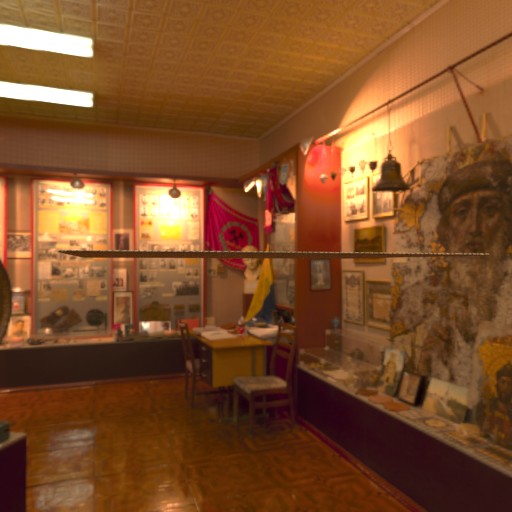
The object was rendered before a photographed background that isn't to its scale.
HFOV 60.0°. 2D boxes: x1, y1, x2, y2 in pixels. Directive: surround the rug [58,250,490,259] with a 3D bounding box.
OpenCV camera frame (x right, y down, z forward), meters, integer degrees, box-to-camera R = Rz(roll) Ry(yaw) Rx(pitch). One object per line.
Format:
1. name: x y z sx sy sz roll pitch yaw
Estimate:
1. rug: 0.000 0.000 4.205 3.207 0.014 2.439 0 -1 -18
